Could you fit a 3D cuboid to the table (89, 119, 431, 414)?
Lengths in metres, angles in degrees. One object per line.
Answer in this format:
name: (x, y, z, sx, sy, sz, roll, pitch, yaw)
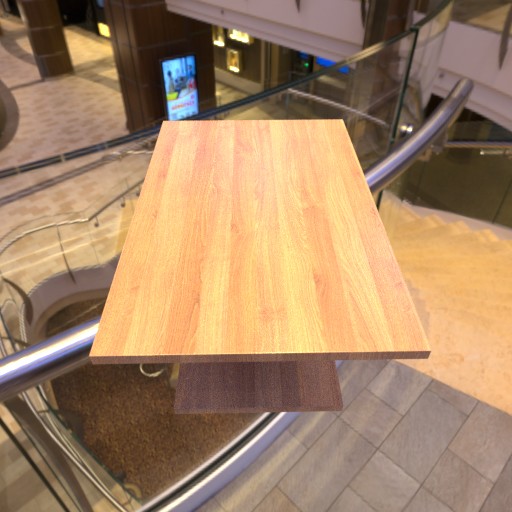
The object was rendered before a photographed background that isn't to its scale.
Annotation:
table: (0.000, 0.000, 1.462, 0.700, 0.442, 1.100, -1, 41, -1)
